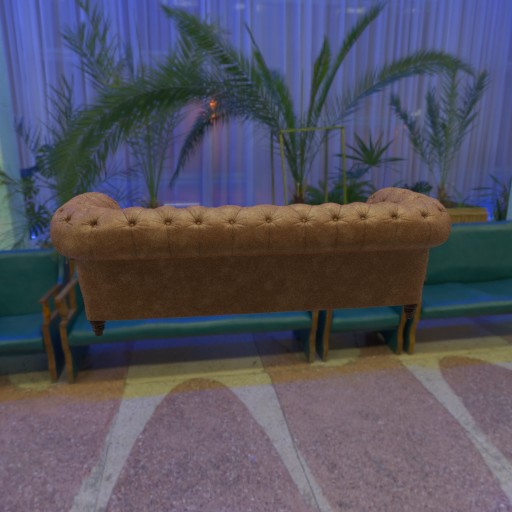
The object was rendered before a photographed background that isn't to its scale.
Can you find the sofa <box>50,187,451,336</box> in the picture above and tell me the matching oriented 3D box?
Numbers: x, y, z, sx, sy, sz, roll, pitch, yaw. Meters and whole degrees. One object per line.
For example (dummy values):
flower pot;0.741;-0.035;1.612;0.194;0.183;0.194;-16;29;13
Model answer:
sofa;0.000;0.000;2.764;2.365;0.760;0.989;-2;15;-8
